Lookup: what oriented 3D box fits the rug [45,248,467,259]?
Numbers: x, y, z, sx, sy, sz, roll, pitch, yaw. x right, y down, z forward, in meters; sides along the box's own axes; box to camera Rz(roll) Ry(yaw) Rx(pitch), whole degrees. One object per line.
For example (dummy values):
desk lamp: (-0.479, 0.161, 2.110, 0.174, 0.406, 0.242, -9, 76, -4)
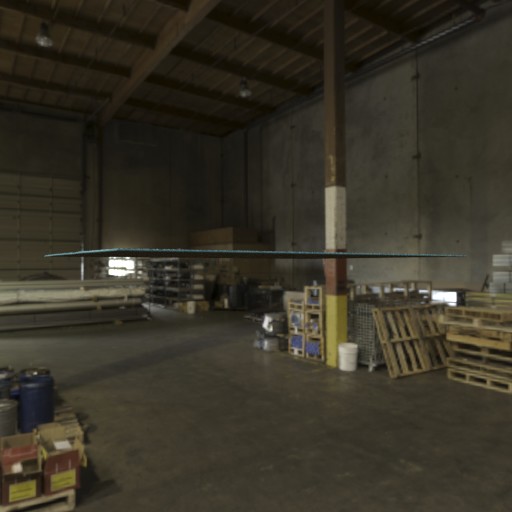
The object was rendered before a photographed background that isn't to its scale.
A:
rug: (0.000, 0.000, 2.974, 2.373, 0.009, 1.622, 1, -1, -34)
